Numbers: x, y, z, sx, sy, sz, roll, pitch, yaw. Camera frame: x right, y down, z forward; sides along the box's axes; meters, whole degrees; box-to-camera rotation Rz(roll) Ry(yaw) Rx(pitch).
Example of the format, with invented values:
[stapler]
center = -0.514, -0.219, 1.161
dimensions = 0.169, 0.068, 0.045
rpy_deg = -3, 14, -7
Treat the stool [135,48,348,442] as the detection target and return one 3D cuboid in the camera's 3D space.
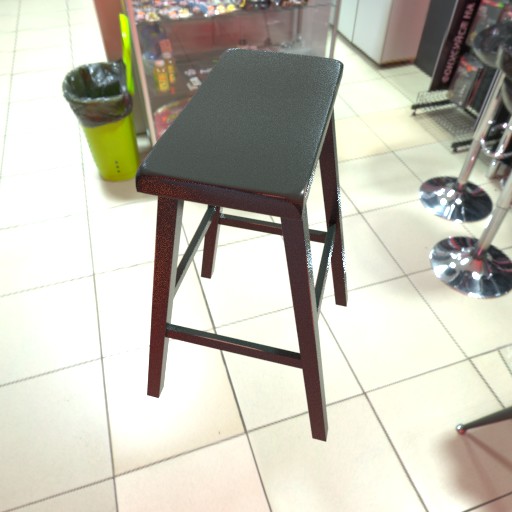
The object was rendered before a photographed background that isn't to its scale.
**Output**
[stool]
center = 0.000, 0.000, 1.011
dimensions = 0.476, 0.737, 0.457
rpy_deg = 11, 48, 10
